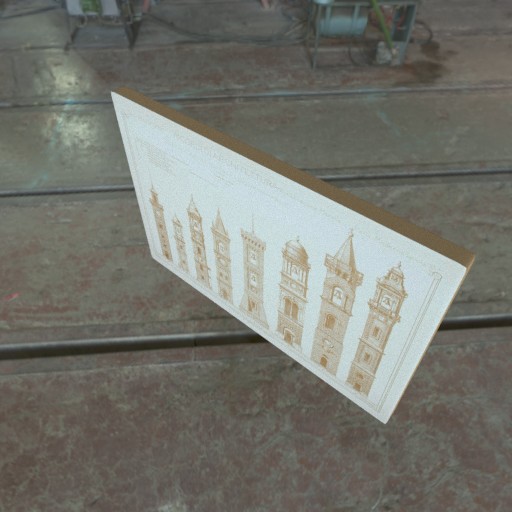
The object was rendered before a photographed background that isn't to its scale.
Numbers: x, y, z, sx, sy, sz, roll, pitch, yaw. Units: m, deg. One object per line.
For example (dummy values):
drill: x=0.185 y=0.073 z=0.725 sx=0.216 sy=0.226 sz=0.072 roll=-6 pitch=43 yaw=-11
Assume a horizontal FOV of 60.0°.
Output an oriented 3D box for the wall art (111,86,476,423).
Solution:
wall art: x=0.000 y=0.000 z=0.472 sx=0.380 sy=0.254 sz=0.019 roll=32 pitch=54 yaw=26
